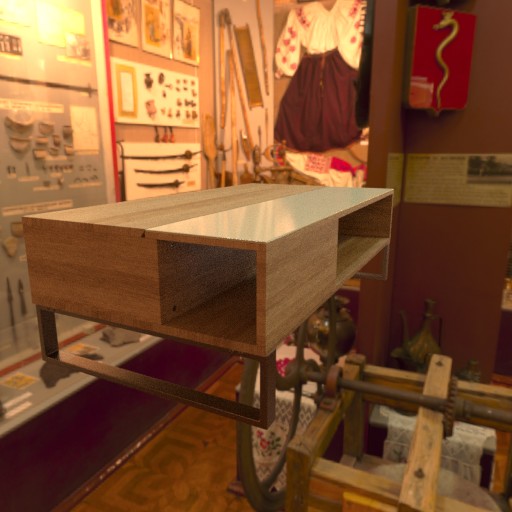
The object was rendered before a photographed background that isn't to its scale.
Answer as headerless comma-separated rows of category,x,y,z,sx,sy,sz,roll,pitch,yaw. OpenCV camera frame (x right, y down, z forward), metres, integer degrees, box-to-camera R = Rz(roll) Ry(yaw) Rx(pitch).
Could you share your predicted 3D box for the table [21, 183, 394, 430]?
table,0.000,0.000,1.362,0.600,0.350,1.100,7,15,26
